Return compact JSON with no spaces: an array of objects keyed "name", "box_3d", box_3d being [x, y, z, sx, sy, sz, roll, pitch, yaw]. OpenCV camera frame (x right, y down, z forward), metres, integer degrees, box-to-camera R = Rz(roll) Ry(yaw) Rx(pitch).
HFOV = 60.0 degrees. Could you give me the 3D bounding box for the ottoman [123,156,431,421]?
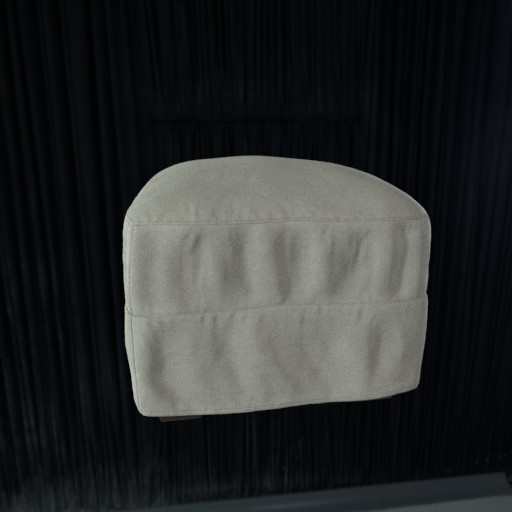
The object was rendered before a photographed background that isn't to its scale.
[{"name":"ottoman","box_3d":[0.000,0.000,1.094,0.584,0.480,0.712,-3,15,-10]}]
